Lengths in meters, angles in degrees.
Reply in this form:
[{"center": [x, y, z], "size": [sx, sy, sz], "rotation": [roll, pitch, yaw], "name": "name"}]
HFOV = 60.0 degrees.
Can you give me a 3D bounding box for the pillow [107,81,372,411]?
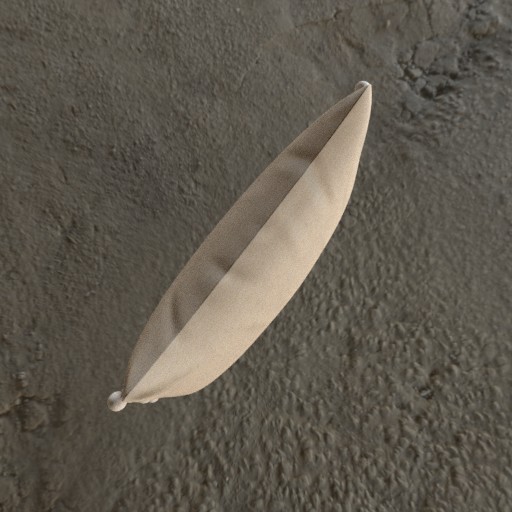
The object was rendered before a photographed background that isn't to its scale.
[{"center": [0.000, 0.000, 0.851], "size": [0.201, 0.322, 0.709], "rotation": [36, 79, 8], "name": "pillow"}]
